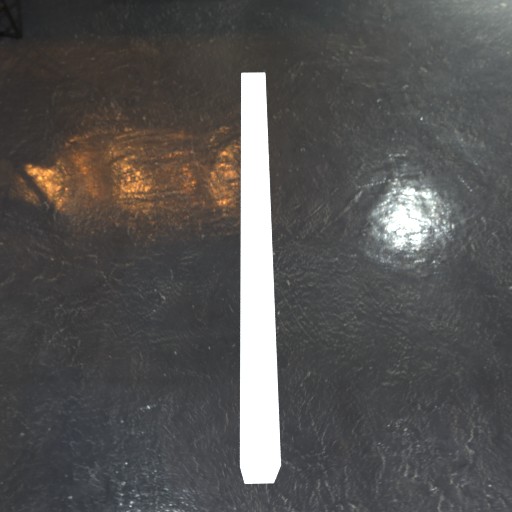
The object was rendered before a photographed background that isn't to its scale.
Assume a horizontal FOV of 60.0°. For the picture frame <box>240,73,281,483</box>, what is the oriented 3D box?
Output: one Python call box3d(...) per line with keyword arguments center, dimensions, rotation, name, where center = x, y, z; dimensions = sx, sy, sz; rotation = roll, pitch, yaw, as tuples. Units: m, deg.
box3d(center=(0.000, 0.000, 0.850), dimensions=(0.050, 0.250, 0.759), rotation=(-1, 59, 0), name="picture frame")
